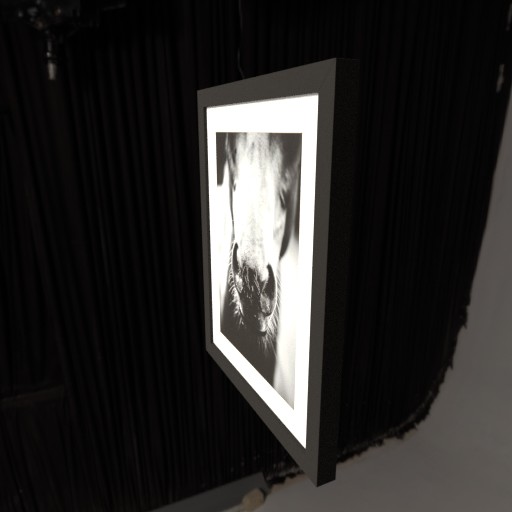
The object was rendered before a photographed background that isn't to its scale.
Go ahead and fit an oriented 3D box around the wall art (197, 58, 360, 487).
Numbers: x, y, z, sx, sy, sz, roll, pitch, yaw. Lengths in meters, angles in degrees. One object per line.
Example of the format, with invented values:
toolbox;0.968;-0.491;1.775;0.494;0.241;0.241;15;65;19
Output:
wall art;0.000;0.000;0.543;0.024;0.404;0.329;-8;17;-25
